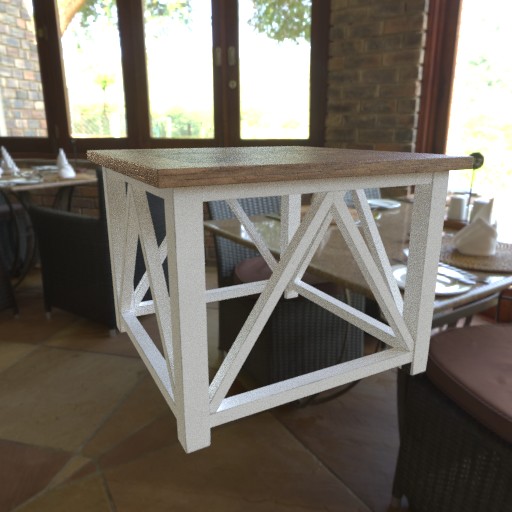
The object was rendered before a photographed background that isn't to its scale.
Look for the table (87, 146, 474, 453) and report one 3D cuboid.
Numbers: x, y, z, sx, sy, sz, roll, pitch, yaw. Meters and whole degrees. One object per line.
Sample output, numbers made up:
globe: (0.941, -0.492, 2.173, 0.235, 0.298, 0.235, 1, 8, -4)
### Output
table: (0.000, 0.000, 1.174, 0.700, 0.532, 0.700, -8, 18, -27)
